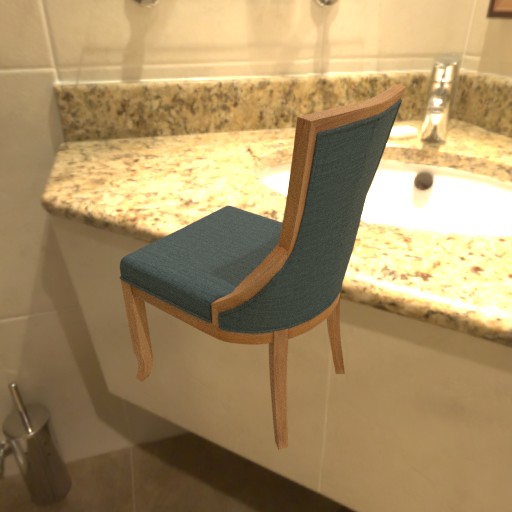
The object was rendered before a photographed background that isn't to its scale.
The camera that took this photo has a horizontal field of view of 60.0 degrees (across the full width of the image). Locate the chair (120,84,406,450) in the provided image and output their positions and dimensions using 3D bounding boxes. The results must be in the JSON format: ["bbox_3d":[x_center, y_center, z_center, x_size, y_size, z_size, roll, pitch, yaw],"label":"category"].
[{"bbox_3d":[0.000,0.000,1.305,0.641,0.947,0.524,20,35,31],"label":"chair"}]
